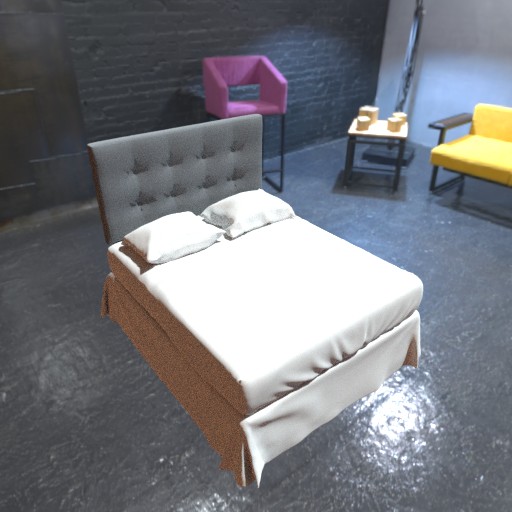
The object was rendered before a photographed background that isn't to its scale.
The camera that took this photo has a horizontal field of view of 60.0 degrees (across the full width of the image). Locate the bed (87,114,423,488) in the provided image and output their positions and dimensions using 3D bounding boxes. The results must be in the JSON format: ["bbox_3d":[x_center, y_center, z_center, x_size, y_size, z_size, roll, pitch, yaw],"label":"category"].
[{"bbox_3d":[0.000,0.000,3.426,1.936,1.577,2.222,-21,37,-32],"label":"bed"}]
